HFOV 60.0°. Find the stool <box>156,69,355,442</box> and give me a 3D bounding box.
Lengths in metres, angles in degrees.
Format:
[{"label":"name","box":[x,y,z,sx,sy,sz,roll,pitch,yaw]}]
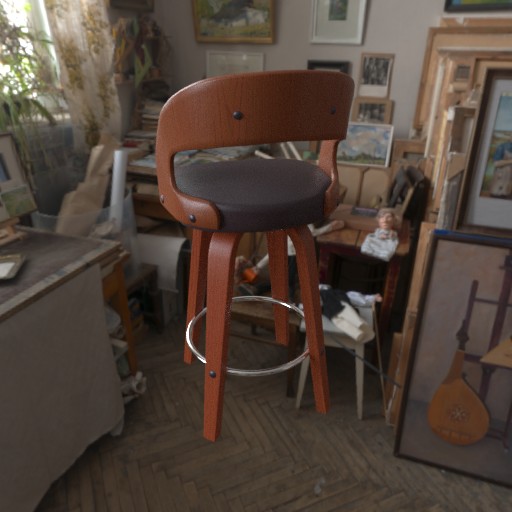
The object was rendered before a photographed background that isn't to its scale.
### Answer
[{"label":"stool","box":[0.000,0.000,1.181,0.457,0.940,0.457,-8,27,-16]}]
